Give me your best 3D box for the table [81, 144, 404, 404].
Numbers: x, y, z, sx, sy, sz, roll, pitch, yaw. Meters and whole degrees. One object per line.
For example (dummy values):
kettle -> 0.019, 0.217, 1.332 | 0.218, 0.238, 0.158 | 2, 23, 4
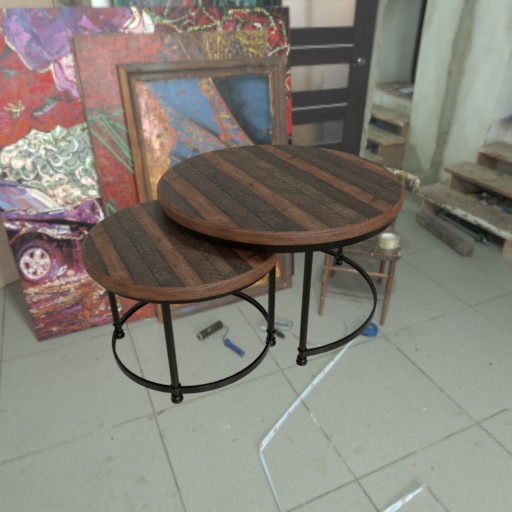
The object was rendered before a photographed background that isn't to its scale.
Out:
table -> 0.000, 0.000, 1.629 | 0.870, 0.516, 1.152 | 20, 36, 31
